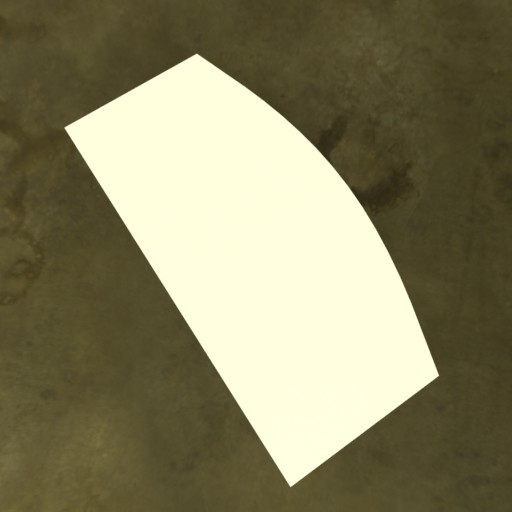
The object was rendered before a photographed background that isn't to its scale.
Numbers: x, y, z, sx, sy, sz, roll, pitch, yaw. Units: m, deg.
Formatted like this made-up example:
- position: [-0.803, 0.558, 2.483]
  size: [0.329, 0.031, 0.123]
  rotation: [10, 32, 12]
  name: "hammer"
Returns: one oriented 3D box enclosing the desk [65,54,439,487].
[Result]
- position: [0.000, 0.000, 2.051]
  size: [0.802, 0.750, 1.600]
  rotation: [-33, 78, -8]
  name: "desk"
